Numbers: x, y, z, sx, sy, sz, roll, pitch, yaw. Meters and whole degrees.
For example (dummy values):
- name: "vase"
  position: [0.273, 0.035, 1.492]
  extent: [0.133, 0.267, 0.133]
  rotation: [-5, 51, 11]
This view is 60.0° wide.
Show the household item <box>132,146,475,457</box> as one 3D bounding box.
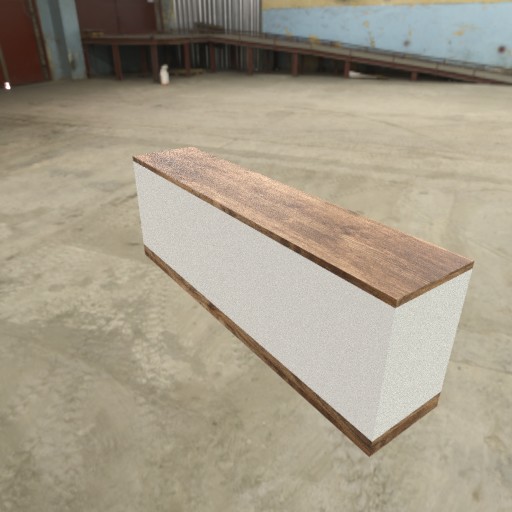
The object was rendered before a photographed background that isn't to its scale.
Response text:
- name: "household item"
  position: [0.000, 0.000, 2.061]
  extent: [0.390, 0.615, 1.800]
  rotation: [-19, 33, -31]
